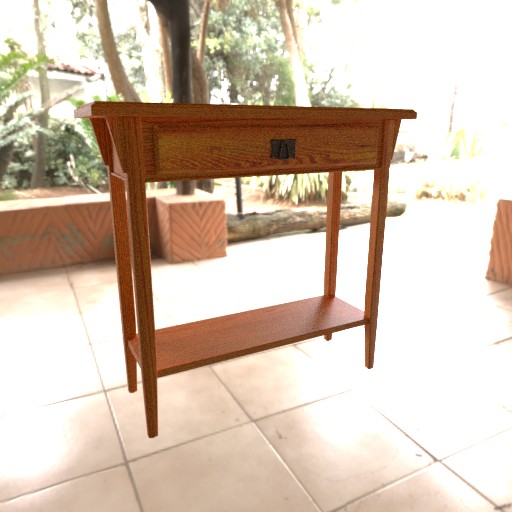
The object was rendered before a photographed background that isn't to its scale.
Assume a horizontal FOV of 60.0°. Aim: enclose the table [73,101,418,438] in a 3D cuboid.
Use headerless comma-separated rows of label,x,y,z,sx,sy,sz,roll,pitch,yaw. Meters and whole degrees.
table,0.000,0.000,1.121,0.762,0.711,0.254,-8,18,-27
